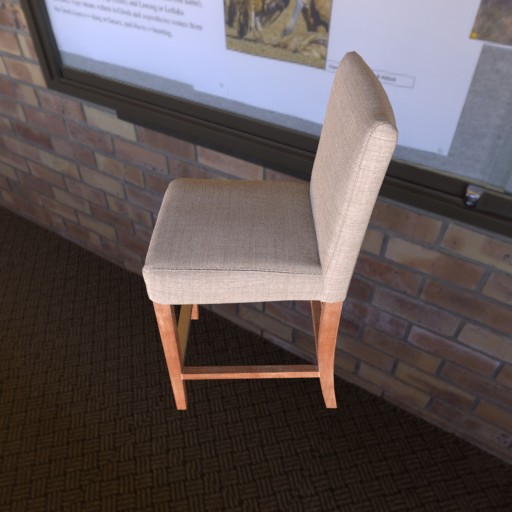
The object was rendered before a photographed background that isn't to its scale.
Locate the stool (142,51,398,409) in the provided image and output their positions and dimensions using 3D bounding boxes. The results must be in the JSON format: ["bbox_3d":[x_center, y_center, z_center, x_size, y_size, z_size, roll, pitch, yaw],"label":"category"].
[{"bbox_3d":[0.000,0.000,1.323,0.567,1.039,0.454,0,42,0],"label":"stool"}]
